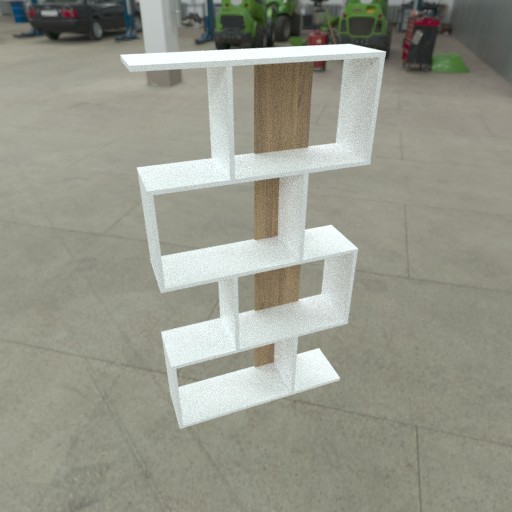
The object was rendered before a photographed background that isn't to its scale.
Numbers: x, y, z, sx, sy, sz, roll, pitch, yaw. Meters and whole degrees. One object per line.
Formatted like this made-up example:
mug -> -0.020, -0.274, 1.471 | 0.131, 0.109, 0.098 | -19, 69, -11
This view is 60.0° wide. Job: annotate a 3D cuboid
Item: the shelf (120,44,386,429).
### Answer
shelf -> 0.000, 0.000, 1.968 | 0.890, 1.650, 0.250 | -11, 33, -17
